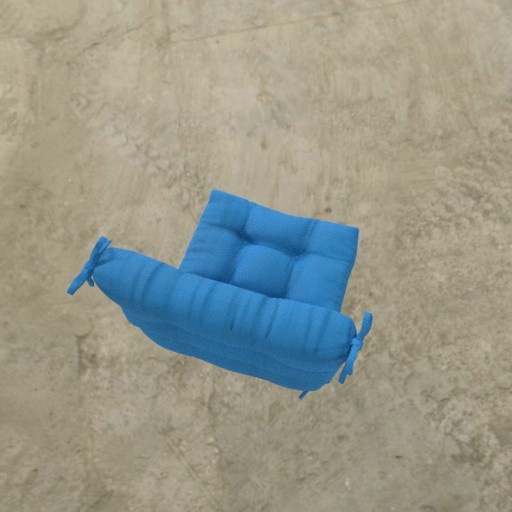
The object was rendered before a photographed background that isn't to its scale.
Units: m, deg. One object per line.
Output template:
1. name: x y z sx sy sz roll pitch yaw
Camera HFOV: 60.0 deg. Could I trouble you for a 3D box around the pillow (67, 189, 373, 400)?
1. pillow: 0.000 0.000 1.053 0.519 0.605 0.571 16 64 8
